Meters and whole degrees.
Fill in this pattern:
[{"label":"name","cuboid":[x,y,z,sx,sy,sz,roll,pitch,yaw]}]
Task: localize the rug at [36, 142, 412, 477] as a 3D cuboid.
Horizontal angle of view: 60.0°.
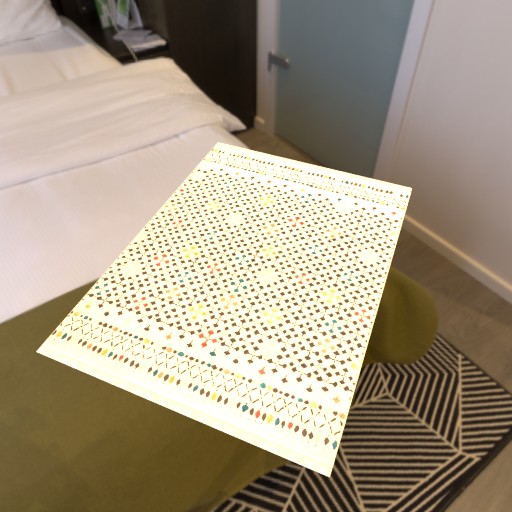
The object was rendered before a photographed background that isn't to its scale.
[{"label":"rug","cuboid":[0.000,0.000,2.015,1.146,0.006,1.556,17,49,15]}]
